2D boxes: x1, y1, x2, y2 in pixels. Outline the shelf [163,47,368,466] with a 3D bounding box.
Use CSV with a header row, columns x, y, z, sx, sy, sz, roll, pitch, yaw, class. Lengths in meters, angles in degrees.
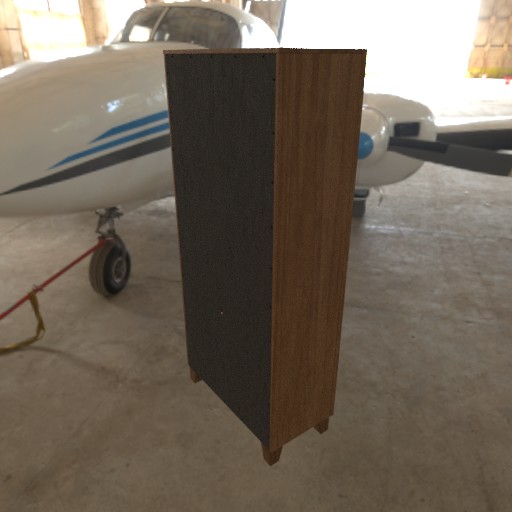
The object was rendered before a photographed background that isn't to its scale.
x,y,z,sx,sy,sz,roll,pitch,yaw,class
0.000,0.000,2.284,0.453,1.930,0.864,-17,29,-33,shelf
